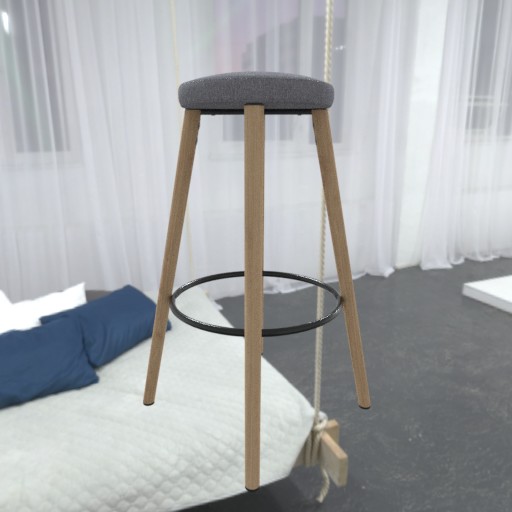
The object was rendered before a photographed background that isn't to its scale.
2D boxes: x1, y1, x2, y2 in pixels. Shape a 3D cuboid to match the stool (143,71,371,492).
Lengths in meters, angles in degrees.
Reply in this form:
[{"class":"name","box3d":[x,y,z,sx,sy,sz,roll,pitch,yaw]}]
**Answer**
[{"class":"stool","box3d":[0.000,0.000,1.010,0.410,0.770,0.410,-14,20,-42]}]
